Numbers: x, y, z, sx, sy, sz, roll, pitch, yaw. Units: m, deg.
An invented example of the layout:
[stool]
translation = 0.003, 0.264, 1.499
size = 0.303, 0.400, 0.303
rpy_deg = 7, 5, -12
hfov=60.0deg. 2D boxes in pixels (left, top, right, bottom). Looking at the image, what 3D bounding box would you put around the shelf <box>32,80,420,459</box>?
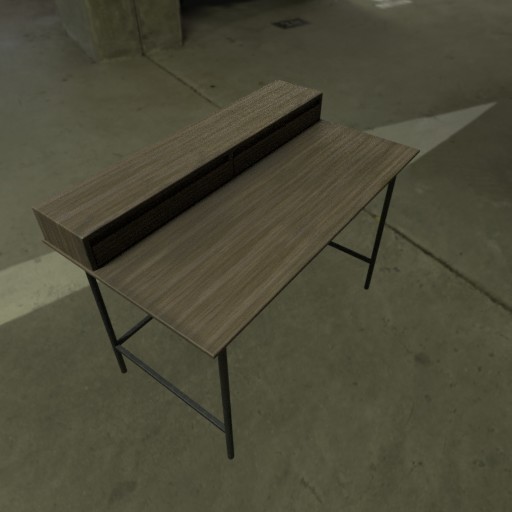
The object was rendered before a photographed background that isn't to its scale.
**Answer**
[shelf]
translation = 0.000, 0.000, 1.737
size = 0.685, 0.865, 1.212
rpy_deg = 27, 49, 27
